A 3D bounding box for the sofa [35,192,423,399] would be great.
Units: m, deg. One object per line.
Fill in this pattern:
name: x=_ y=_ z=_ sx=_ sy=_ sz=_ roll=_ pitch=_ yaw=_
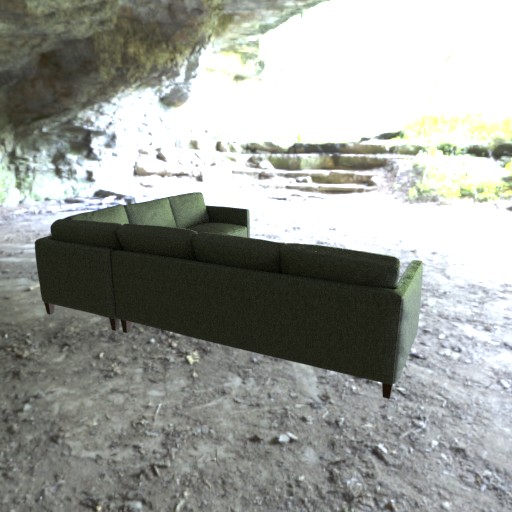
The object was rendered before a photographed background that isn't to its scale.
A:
sofa: x=0.000 y=0.000 z=4.486 sx=3.302 sy=0.947 sz=2.593 roll=7 pitch=17 yaw=26
